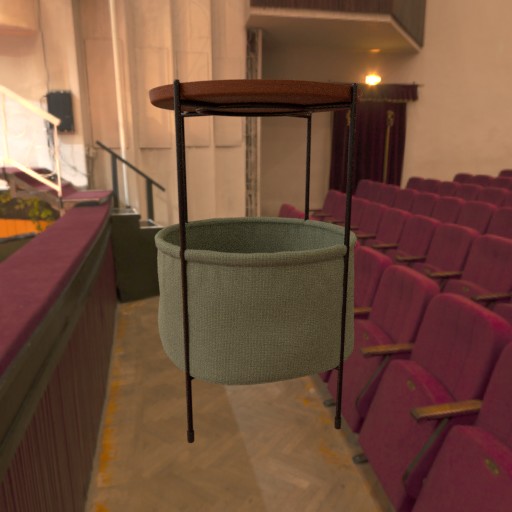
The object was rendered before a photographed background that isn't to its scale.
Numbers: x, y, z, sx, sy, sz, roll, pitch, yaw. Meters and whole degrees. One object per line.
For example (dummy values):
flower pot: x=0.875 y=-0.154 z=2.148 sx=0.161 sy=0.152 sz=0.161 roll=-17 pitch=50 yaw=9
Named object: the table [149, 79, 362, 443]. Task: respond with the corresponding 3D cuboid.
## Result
table: x=0.000 y=0.000 z=0.894 sx=0.400 sy=0.623 sz=0.400 roll=-2 pitch=14 yaw=-8
